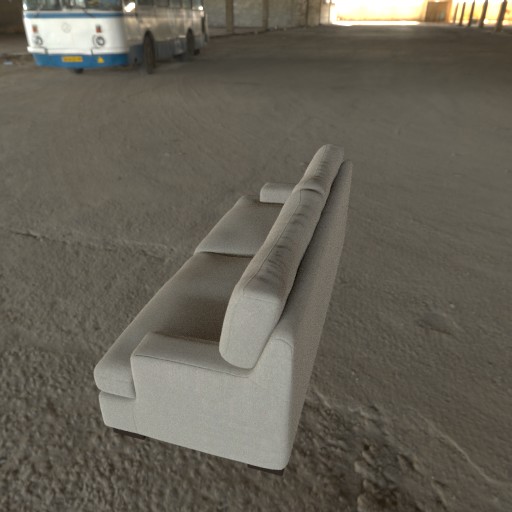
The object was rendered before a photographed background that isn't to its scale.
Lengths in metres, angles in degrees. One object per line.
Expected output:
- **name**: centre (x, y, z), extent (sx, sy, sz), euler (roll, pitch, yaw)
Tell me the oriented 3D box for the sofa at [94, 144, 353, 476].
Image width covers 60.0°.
- **sofa**: centre (0.000, 0.000, 2.865), extent (0.962, 0.980, 2.354), euler (8, 30, 14)
